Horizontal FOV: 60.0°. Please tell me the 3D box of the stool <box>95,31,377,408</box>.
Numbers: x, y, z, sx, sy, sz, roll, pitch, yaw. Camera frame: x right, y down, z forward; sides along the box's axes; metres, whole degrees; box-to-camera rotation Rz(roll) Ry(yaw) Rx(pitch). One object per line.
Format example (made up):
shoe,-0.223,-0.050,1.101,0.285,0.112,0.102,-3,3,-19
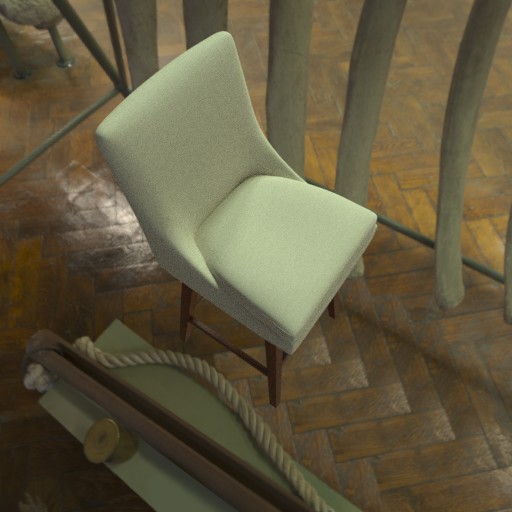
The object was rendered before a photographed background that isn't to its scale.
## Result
stool,0.000,0.000,1.381,0.559,1.097,0.470,31,64,17
